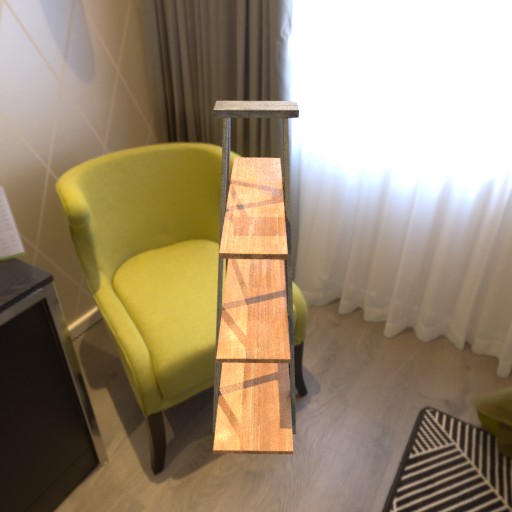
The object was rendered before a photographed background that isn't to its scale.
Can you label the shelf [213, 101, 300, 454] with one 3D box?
[{"bbox_3d":[0.000,0.000,2.699,0.508,1.808,1.746,1,34,1],"label":"shelf"}]
